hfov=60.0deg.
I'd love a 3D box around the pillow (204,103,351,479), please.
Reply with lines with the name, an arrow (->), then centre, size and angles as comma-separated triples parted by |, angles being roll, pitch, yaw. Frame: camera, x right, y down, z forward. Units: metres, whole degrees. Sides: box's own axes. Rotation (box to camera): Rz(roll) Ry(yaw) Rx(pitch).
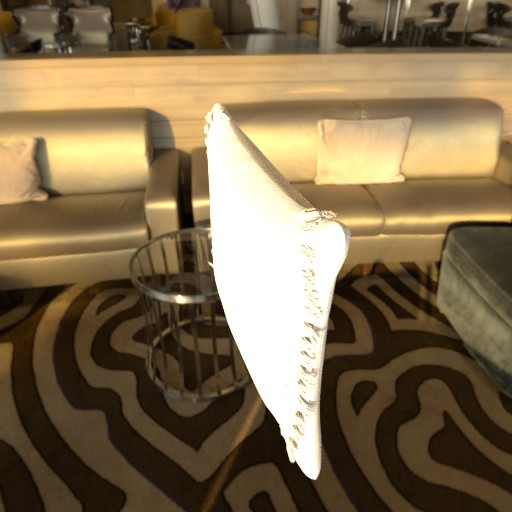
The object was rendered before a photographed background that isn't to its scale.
pillow -> 0.000, 0.000, 0.582 | 0.084, 0.305, 0.466 | -8, 31, -13
